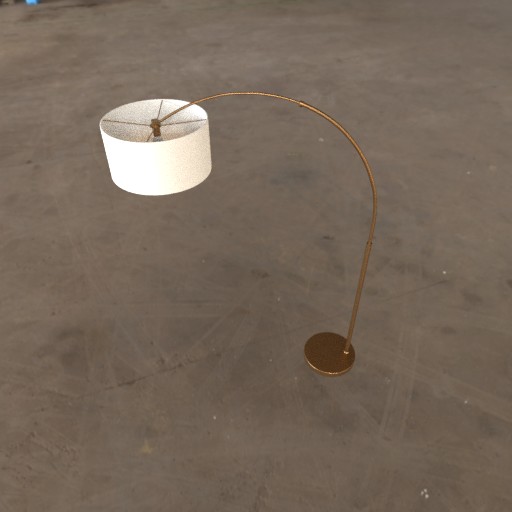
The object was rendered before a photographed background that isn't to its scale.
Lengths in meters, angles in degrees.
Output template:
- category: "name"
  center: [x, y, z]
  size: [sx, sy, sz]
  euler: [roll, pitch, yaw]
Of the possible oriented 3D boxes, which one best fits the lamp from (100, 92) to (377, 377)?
- category: "lamp"
  center: [0.000, 0.000, 2.607]
  size: [1.434, 1.927, 0.493]
  euler: [-1, 40, -1]
